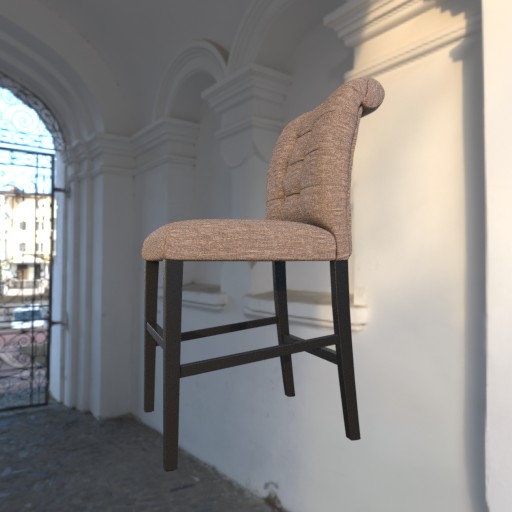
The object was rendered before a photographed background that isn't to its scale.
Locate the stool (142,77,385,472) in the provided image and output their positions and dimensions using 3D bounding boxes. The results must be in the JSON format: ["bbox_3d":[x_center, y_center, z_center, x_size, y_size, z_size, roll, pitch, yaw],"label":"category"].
[{"bbox_3d":[0.000,0.000,1.296,0.611,0.970,0.457,0,-1,-20],"label":"stool"}]
